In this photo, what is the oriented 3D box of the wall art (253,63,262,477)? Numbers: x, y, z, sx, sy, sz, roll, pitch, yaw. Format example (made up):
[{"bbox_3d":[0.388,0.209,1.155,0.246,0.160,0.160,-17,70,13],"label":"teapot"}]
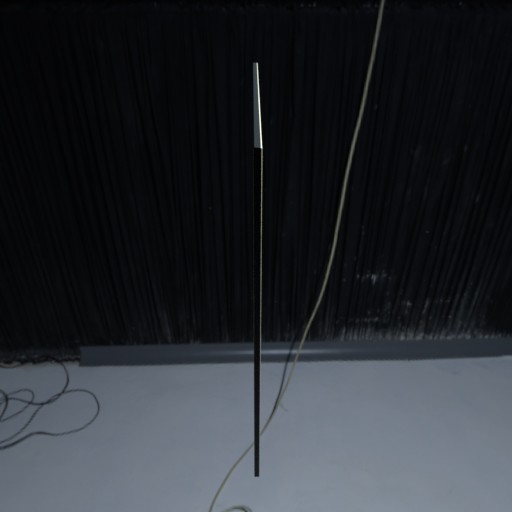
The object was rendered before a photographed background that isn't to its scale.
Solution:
[{"bbox_3d":[0.000,0.000,0.785,0.009,0.559,0.483,0,33,0],"label":"wall art"}]
